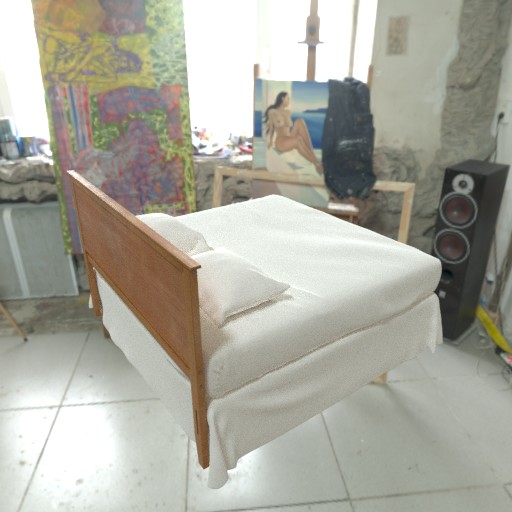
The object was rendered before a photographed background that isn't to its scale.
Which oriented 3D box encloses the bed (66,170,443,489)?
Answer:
[{"bbox_3d":[0.000,0.000,3.484,2.215,1.270,2.317,-17,30,-32],"label":"bed"}]
